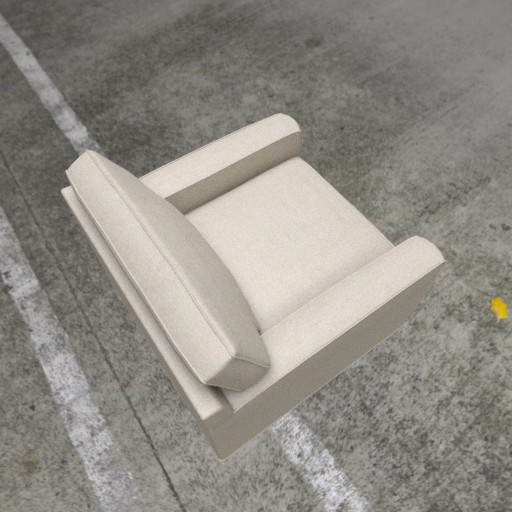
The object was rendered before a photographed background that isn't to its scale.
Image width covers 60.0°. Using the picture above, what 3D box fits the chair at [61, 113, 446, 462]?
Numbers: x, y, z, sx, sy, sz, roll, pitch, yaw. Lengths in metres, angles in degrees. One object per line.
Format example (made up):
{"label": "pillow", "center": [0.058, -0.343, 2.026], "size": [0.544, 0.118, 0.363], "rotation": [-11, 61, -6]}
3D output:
{"label": "chair", "center": [0.000, 0.000, 1.783], "size": [1.043, 0.913, 0.998], "rotation": [-31, 62, -18]}
